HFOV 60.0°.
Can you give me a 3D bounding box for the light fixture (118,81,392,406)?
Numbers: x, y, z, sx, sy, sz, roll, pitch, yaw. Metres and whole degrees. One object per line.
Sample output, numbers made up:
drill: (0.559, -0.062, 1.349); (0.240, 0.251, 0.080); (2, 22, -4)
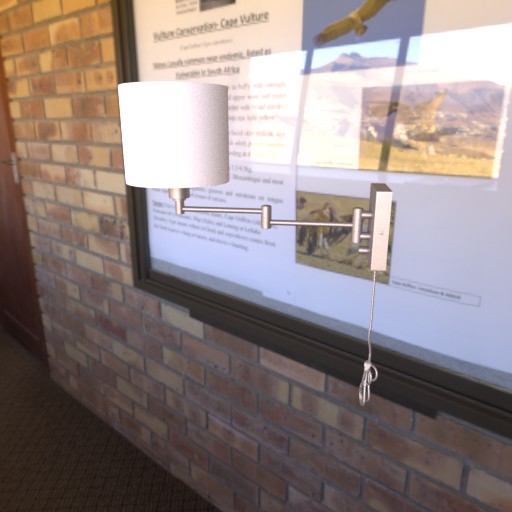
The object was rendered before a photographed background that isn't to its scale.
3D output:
light fixture: (0.000, 0.000, 0.905); (0.516, 0.651, 0.203); (3, 17, 9)
